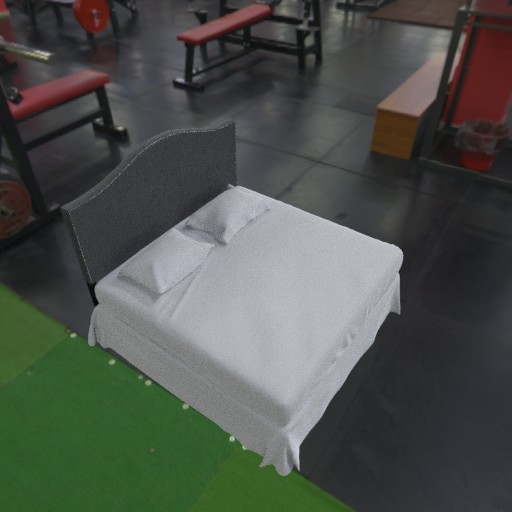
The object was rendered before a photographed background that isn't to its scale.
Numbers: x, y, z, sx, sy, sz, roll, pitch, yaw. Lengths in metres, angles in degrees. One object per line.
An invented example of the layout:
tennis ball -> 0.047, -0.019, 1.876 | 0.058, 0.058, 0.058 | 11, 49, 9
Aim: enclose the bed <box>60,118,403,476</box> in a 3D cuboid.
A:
bed -> 0.000, 0.000, 3.786 | 2.219, 1.651, 2.314 | 25, 47, 27
